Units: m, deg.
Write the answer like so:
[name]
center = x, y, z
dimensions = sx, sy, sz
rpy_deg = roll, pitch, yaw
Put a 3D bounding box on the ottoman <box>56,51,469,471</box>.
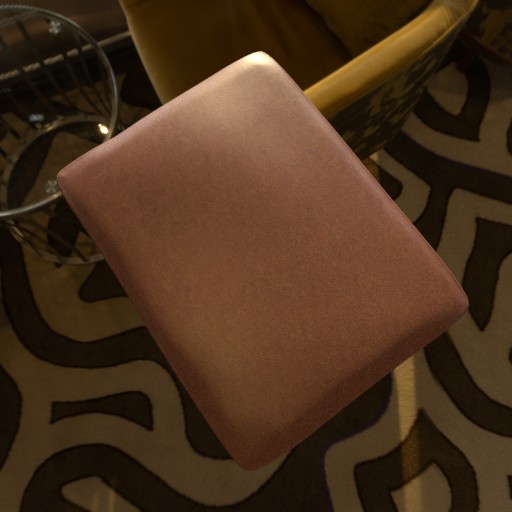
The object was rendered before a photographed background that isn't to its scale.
[ottoman]
center = 0.000, 0.000, 1.227
dimensions = 0.650, 0.485, 0.851
rpy_deg = -34, 79, -8
